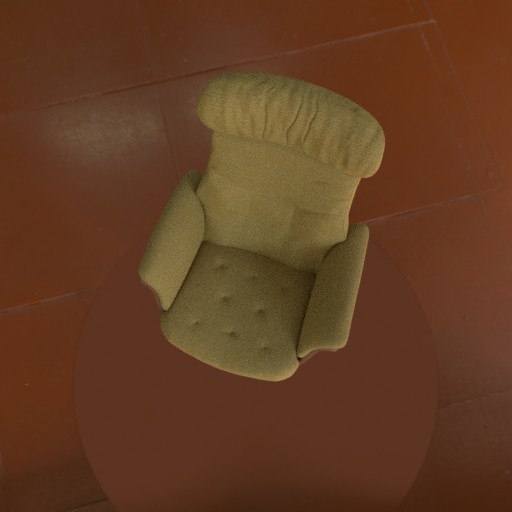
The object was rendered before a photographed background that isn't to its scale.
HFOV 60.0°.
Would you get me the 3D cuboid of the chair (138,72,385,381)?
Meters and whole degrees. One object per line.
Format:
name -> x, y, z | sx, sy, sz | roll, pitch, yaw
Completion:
chair -> 0.000, 0.000, 1.603 | 0.785, 0.995, 0.837 | 19, 77, 5
